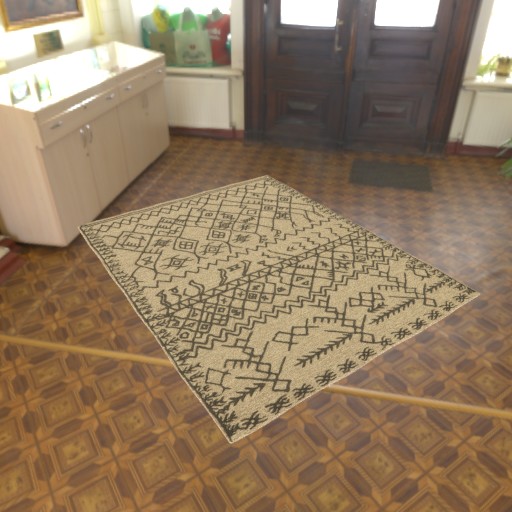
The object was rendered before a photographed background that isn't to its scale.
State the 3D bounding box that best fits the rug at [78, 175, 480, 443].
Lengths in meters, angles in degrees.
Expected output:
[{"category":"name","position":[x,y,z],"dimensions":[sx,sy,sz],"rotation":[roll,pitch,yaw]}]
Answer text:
[{"category":"rug","position":[0.000,0.000,3.313],"dimensions":[1.964,0.025,2.455],"rotation":[-20,38,-28]}]
